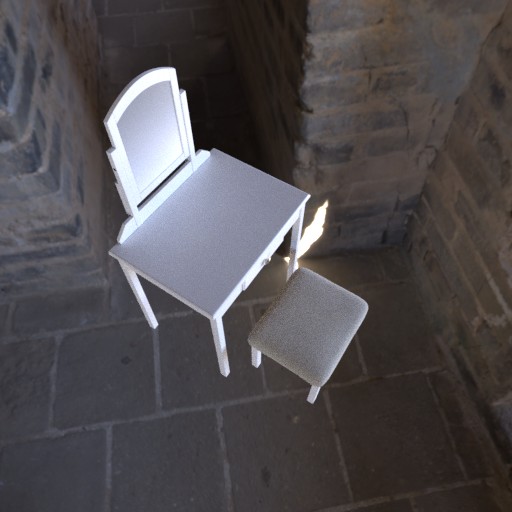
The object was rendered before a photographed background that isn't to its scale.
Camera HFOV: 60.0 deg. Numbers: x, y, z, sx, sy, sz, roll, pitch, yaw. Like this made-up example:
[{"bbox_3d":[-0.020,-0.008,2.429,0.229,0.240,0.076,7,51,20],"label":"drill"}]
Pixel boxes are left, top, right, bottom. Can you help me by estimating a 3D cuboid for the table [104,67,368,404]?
[{"bbox_3d":[0.000,0.000,2.282,1.211,1.631,0.876,29,62,18],"label":"table"}]
